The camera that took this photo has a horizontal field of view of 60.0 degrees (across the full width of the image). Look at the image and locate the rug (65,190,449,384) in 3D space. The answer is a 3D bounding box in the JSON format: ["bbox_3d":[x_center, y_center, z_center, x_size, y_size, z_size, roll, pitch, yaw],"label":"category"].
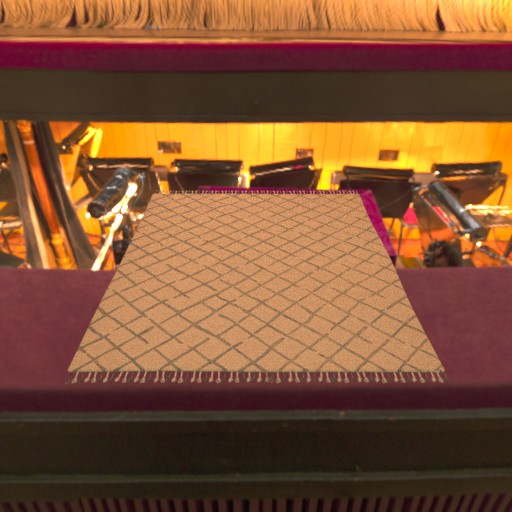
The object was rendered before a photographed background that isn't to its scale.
[{"bbox_3d":[0.000,0.000,4.807,2.892,0.036,3.585,0,32,0],"label":"rug"}]
